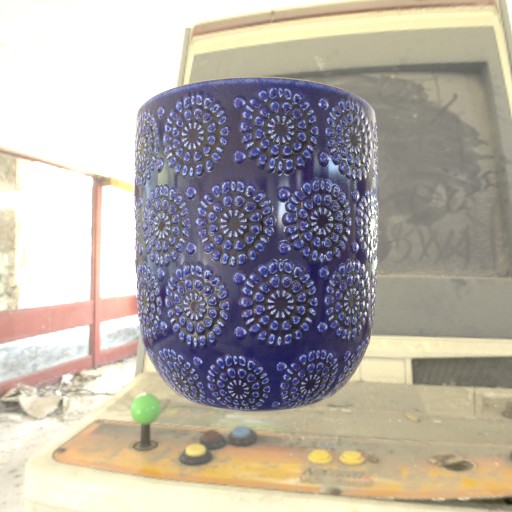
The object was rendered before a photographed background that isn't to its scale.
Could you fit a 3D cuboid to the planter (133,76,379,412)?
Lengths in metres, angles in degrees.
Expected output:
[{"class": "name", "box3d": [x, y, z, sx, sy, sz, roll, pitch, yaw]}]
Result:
[{"class": "planter", "box3d": [0.000, 0.000, 0.344, 0.184, 0.206, 0.184, 0, -1, 0]}]
